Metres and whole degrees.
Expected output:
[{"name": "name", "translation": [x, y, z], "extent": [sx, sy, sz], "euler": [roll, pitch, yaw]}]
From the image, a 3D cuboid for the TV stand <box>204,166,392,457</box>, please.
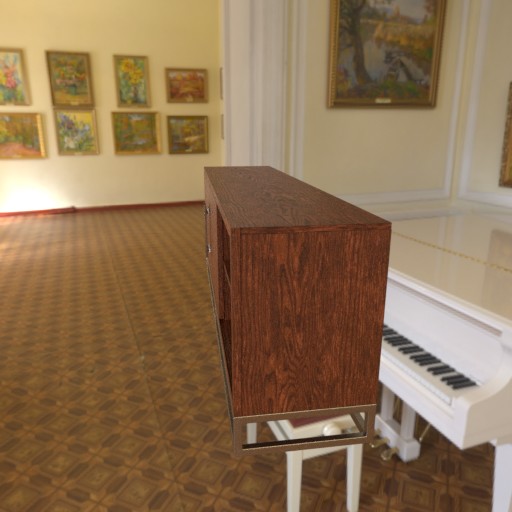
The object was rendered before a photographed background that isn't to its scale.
[{"name": "TV stand", "translation": [0.000, 0.000, 1.767], "extent": [0.382, 0.578, 1.541], "euler": [-2, 16, -8]}]
